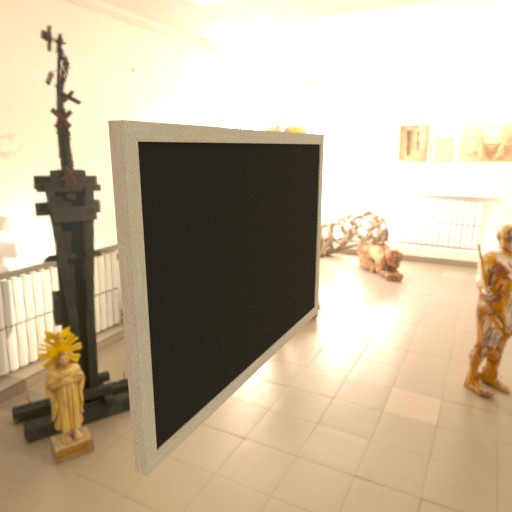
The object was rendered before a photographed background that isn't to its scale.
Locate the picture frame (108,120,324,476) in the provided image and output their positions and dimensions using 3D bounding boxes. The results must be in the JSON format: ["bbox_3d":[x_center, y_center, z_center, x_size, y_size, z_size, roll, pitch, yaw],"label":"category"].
[{"bbox_3d":[0.000,0.000,1.171,0.029,0.640,0.950,7,15,26],"label":"picture frame"}]
